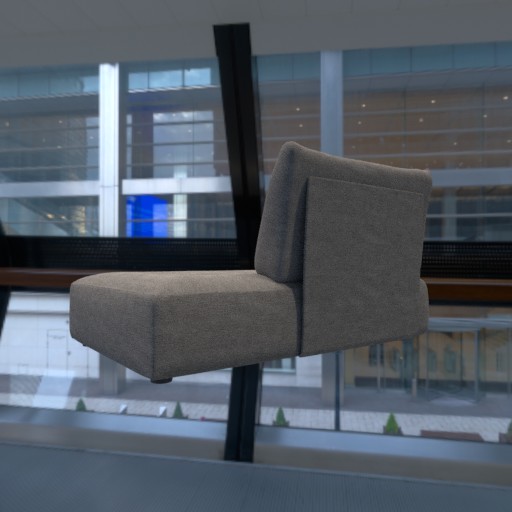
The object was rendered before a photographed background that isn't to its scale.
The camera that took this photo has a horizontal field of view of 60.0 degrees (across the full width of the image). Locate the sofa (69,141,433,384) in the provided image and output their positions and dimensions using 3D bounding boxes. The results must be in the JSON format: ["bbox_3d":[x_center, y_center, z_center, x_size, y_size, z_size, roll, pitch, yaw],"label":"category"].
[{"bbox_3d":[0.000,0.000,2.079,1.450,0.820,1.002,1,-1,-37],"label":"sofa"}]
